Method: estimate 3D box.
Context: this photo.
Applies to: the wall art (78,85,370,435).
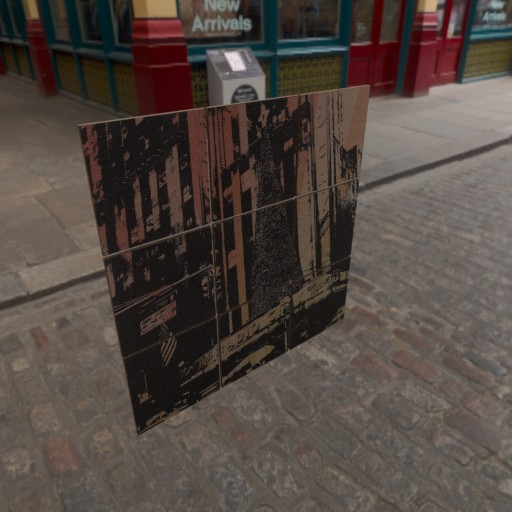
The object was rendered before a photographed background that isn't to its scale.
[{"bbox_3d":[0.000,0.000,2.271,1.527,1.521,0.017,-21,35,-33],"label":"wall art"}]
